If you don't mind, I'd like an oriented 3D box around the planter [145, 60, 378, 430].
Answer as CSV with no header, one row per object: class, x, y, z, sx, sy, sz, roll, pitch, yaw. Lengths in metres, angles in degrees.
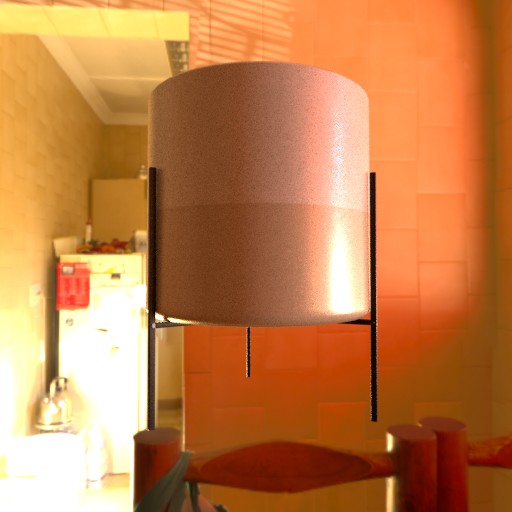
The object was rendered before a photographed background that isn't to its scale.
planter,0.000,0.000,0.724,0.368,0.484,0.359,1,-2,-36
